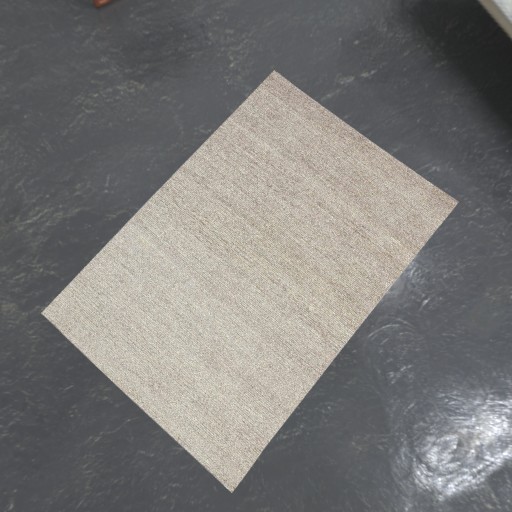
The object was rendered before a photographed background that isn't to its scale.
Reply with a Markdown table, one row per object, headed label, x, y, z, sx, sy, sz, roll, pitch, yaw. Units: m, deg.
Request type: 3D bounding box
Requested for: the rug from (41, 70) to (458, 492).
| label | x | y | z | sx | sy | sz | roll | pitch | yaw |
| --- | --- | --- | --- | --- | --- | --- | --- | --- | --- |
| rug | 0.000 | 0.000 | 2.897 | 1.609 | 0.030 | 2.342 | 39 | 79 | 9 |
